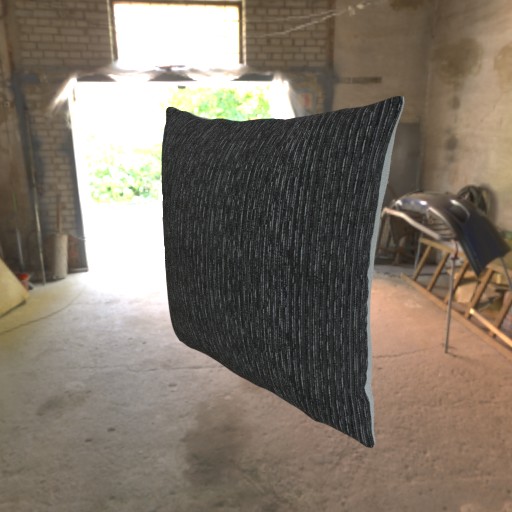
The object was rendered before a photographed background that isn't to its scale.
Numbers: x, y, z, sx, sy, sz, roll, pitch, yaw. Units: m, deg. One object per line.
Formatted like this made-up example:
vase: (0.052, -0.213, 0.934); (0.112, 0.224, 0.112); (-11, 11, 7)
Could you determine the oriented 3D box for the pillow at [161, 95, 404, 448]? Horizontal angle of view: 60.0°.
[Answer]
pillow: (0.000, 0.000, 0.659); (0.196, 0.434, 0.433); (-16, 22, -42)
